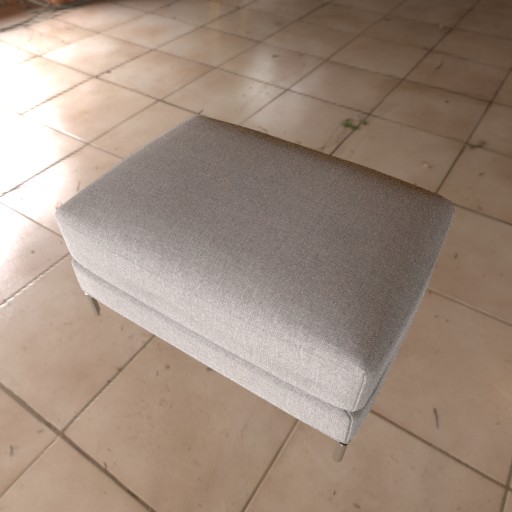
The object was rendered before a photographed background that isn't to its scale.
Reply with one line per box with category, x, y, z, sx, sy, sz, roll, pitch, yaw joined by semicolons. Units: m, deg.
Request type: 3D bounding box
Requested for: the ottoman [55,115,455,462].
ottoman;0.000;0.000;1.177;0.838;0.457;0.584;24;51;22
